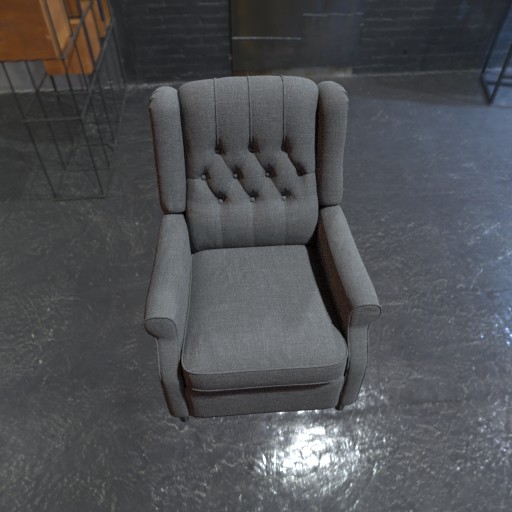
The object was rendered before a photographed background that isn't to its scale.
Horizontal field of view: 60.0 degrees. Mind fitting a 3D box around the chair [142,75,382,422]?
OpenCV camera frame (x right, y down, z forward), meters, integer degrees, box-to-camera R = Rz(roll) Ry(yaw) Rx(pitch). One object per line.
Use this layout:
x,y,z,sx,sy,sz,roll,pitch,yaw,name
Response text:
0.000,0.000,1.624,0.742,1.035,0.898,-3,45,-3,chair
